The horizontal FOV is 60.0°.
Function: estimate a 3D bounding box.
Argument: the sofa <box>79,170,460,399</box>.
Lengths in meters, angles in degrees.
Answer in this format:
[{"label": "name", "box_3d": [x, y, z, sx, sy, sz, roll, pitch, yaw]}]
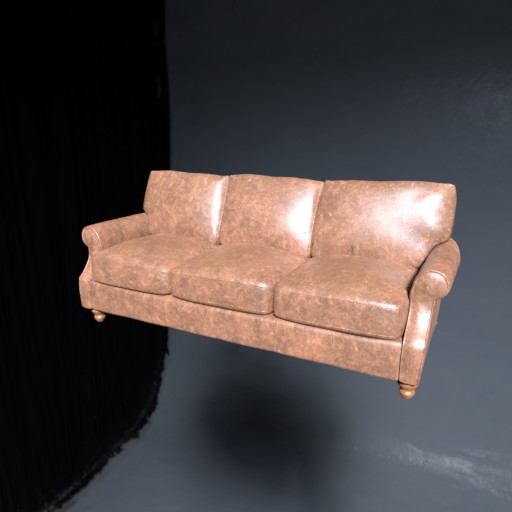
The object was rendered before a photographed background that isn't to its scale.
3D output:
[{"label": "sofa", "box_3d": [0.000, 0.000, 2.829, 2.351, 0.977, 0.973, 8, 17, 26]}]
